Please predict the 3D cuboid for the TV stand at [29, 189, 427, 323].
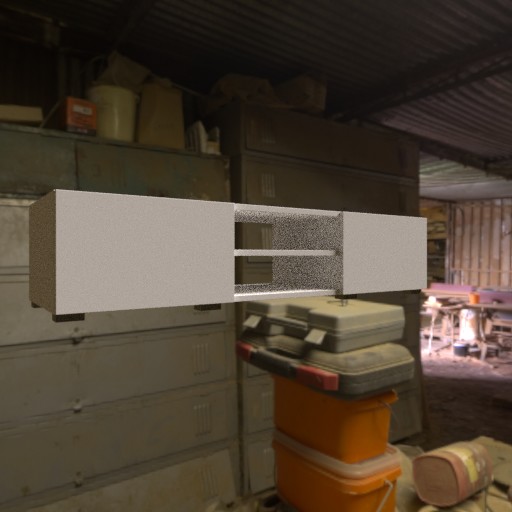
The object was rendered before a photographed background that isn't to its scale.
[{"bbox_3d":[0.000,0.000,1.582,1.400,0.310,0.420,0,0,-34],"label":"TV stand"}]
